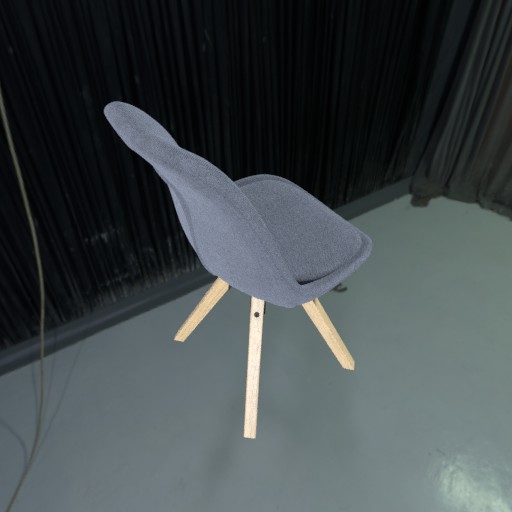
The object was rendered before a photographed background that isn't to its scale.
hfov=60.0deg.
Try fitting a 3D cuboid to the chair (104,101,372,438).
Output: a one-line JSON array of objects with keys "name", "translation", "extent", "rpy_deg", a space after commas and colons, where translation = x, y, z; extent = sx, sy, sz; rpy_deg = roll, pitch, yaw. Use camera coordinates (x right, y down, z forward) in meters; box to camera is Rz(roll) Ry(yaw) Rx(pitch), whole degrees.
[{"name": "chair", "translation": [0.000, 0.000, 1.162], "extent": [0.550, 0.850, 0.485], "rpy_deg": [-25, 47, -26]}]
